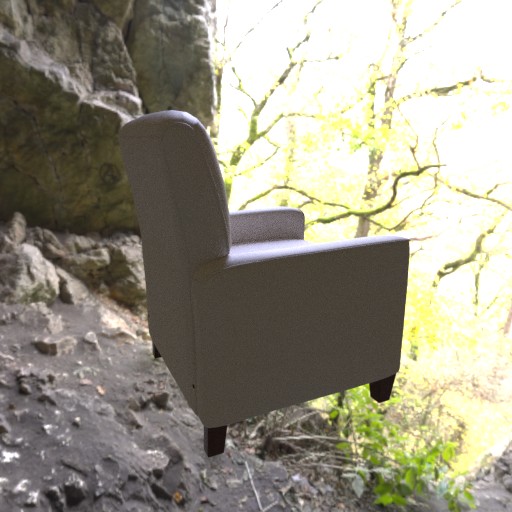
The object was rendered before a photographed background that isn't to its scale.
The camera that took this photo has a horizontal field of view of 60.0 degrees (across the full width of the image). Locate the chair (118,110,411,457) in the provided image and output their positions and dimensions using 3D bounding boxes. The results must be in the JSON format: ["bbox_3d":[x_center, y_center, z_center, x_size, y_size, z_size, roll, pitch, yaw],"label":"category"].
[{"bbox_3d":[0.000,0.000,1.695,0.858,1.028,0.841,-7,16,-25],"label":"chair"}]
